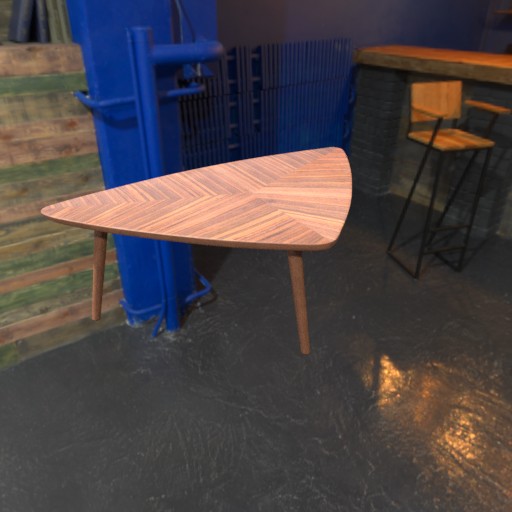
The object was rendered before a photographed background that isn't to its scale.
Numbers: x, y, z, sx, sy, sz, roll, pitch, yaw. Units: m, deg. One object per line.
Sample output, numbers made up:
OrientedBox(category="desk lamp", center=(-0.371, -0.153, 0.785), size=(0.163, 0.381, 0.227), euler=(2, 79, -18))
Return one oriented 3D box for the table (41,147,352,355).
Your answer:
OrientedBox(category="table", center=(0.000, 0.000, 1.287), size=(1.008, 0.365, 0.601), euler=(-18, 35, -28))
